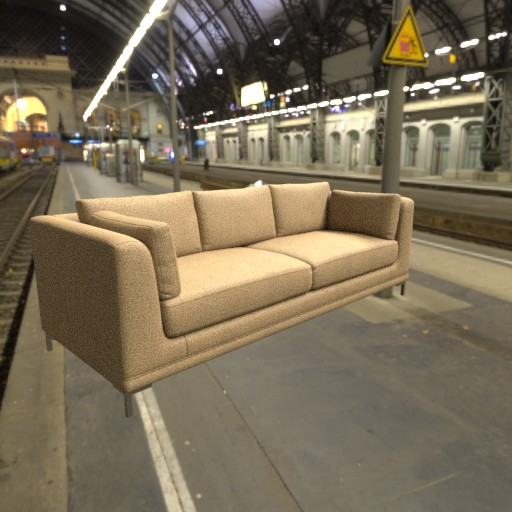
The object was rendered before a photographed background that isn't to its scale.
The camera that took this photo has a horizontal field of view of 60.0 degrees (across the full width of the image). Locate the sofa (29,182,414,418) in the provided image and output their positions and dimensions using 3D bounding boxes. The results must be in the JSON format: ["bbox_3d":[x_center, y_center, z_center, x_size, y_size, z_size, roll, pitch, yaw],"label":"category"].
[{"bbox_3d":[0.000,0.000,2.892,2.415,0.867,0.969,-12,18,-43],"label":"sofa"}]
